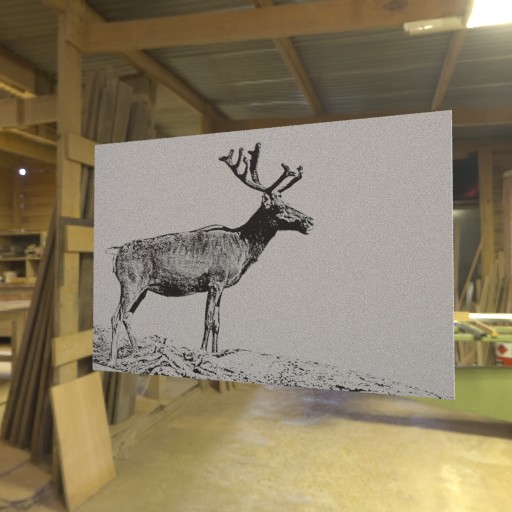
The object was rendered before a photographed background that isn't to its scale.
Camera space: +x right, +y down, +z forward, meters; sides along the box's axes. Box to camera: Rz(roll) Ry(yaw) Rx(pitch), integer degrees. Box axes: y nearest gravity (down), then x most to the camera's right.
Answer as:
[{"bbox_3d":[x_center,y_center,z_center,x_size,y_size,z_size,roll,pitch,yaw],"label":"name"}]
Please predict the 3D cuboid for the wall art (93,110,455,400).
[{"bbox_3d":[0.000,0.000,0.471,0.381,0.259,0.038,0,-1,18],"label":"wall art"}]
